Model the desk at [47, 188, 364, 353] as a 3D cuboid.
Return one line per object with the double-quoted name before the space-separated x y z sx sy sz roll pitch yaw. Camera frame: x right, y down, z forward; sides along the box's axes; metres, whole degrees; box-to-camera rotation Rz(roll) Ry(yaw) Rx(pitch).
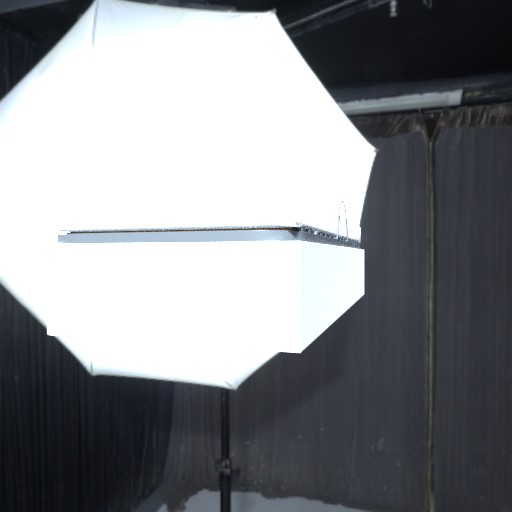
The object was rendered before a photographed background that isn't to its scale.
"desk" 0.000 0.000 2.241 0.900 0.526 1.900 0 0 19
